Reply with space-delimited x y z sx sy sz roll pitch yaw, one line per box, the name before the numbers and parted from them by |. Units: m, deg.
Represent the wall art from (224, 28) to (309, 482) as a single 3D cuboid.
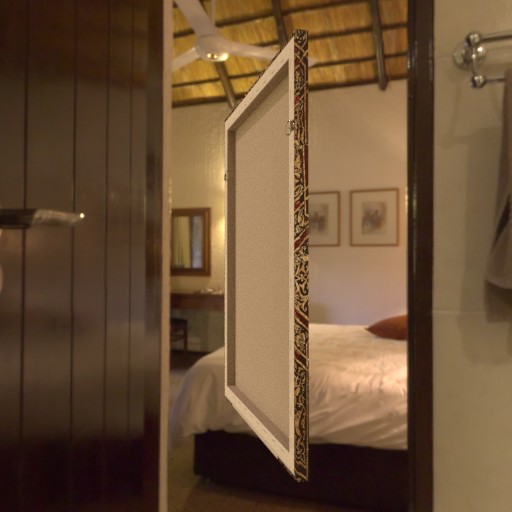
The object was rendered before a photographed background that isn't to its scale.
wall art | 0.000 0.000 0.776 0.020 0.599 0.397 0 -1 -18
